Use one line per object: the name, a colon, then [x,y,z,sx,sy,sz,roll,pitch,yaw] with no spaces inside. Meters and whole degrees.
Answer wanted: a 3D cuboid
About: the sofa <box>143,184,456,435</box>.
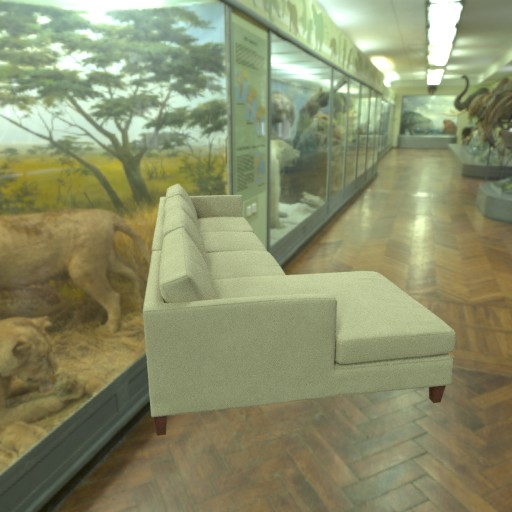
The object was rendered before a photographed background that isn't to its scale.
sofa: [0.000,0.000,3.686,1.625,0.846,3.186,-3,17,-10]
